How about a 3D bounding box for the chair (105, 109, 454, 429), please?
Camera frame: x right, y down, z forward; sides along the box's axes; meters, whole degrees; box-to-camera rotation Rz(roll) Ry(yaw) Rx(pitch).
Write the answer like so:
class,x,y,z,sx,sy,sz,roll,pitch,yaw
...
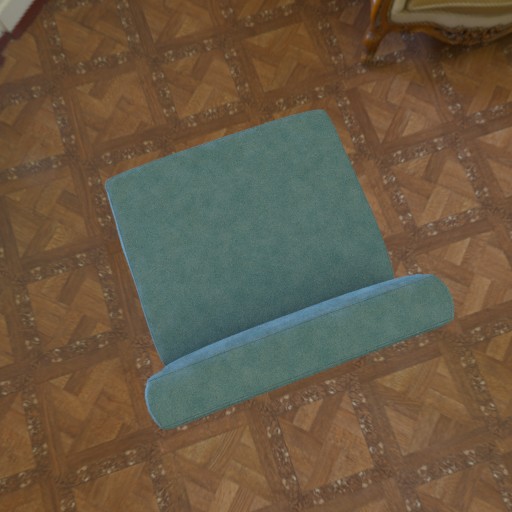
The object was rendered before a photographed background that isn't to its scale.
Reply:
class,x,y,z,sx,sy,sz,roll,pitch,yaw
chair,0.000,0.000,1.262,0.684,0.660,0.685,-20,78,-4
